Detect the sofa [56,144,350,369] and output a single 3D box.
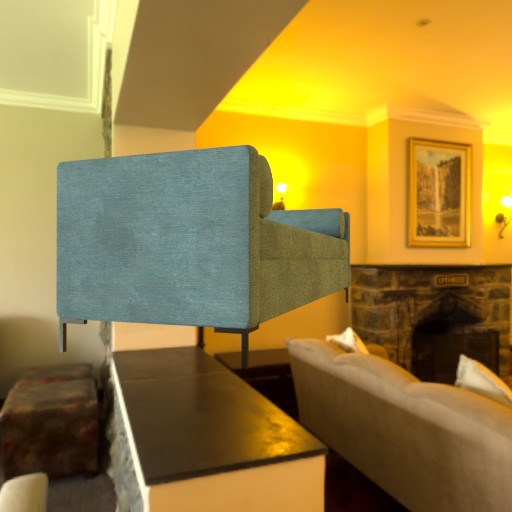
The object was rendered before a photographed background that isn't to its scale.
[{"bbox_3d":[0.000,0.000,2.257,0.686,0.635,1.981,0,0,20],"label":"sofa"}]
